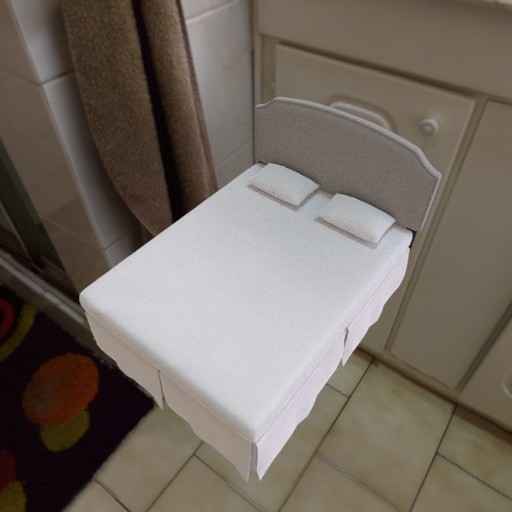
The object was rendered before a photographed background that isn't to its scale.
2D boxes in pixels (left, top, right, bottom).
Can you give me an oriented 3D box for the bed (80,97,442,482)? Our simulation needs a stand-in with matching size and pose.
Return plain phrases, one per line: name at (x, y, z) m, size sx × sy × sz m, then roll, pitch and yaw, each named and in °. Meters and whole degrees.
bed at (0.000, 0.000, 2.989) m, size 1.558 × 1.270 × 1.999 m, roll 30°, pitch 53°, yaw 25°
